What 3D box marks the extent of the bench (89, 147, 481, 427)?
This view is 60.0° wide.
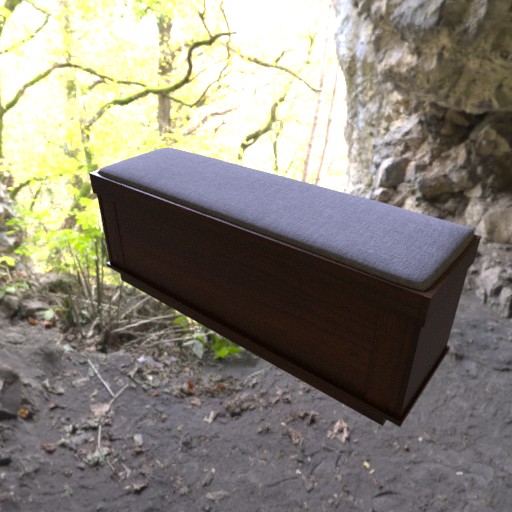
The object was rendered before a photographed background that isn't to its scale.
[{"bbox_3d":[0.000,0.000,1.434,1.196,0.468,0.367,22,36,33],"label":"bench"}]
